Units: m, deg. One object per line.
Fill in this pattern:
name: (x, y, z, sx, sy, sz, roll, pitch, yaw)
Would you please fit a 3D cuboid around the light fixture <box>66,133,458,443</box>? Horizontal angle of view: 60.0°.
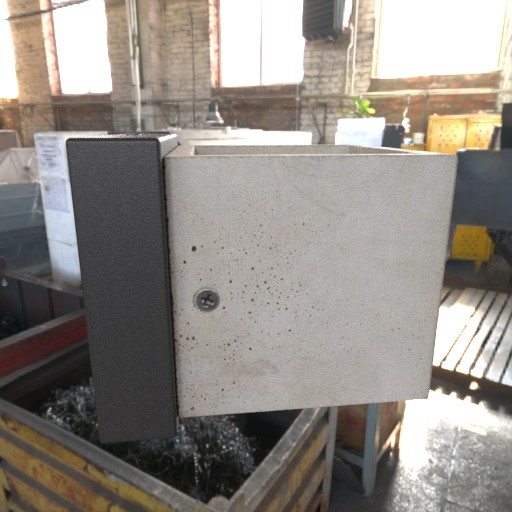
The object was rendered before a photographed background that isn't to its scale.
light fixture: (0.000, 0.000, 0.229, 0.143, 0.121, 0.121, -2, 16, -7)
